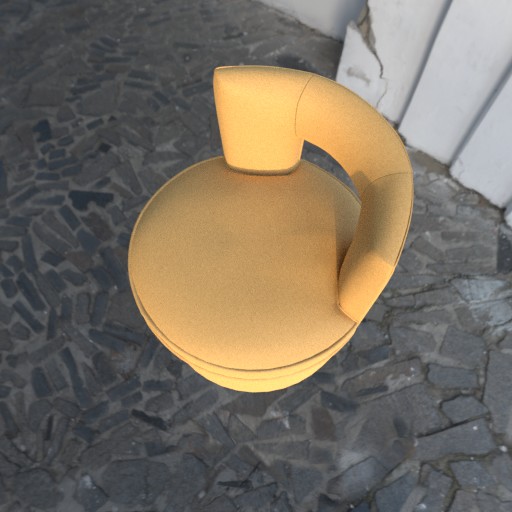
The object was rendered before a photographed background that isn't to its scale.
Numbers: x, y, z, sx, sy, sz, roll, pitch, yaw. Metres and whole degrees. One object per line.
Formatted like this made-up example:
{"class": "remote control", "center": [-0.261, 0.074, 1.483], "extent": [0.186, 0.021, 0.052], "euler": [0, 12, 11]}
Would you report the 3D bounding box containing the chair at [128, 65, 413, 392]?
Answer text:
{"class": "chair", "center": [0.000, 0.000, 1.194], "extent": [0.665, 0.723, 0.650], "euler": [-31, 67, -15]}
